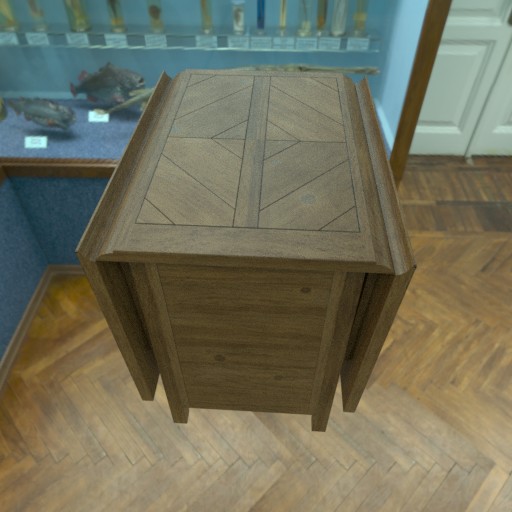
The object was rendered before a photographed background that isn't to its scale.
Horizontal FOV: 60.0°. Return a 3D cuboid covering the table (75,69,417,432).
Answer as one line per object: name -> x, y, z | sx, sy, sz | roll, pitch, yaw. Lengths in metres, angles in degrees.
table -> 0.000, 0.000, 1.289 | 0.591, 0.763, 0.746 | 2, 46, 2
